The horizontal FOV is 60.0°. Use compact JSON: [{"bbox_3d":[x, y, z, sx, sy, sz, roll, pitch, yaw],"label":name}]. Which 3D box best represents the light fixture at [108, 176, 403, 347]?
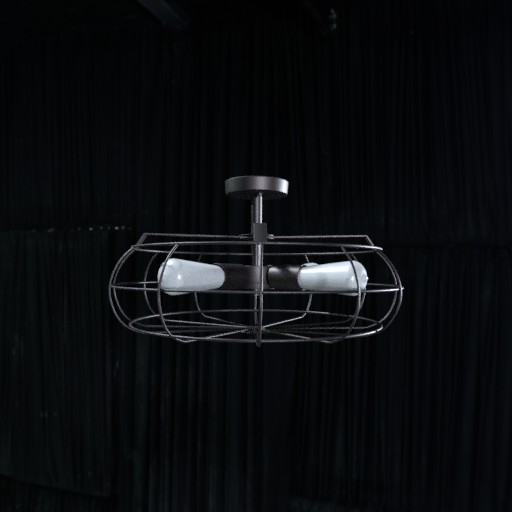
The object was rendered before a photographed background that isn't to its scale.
[{"bbox_3d":[0.000,0.000,0.923,0.582,0.311,0.582,0,-1,0],"label":"light fixture"}]
